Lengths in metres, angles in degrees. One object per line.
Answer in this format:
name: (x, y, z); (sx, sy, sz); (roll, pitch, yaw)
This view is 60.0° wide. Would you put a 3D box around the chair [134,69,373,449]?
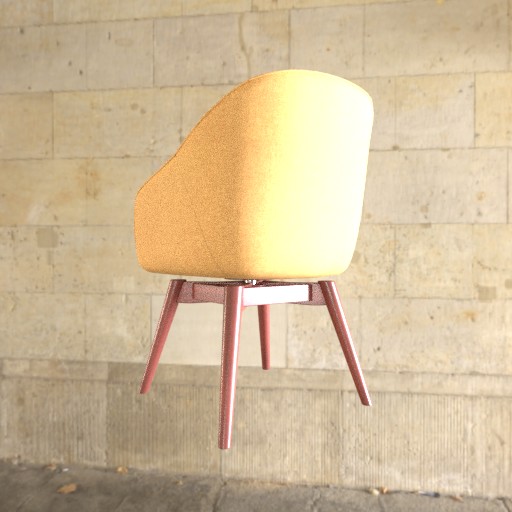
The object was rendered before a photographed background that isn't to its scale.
chair: (0.000, 0.000, 1.261); (0.596, 0.823, 0.635); (0, 0, -36)
